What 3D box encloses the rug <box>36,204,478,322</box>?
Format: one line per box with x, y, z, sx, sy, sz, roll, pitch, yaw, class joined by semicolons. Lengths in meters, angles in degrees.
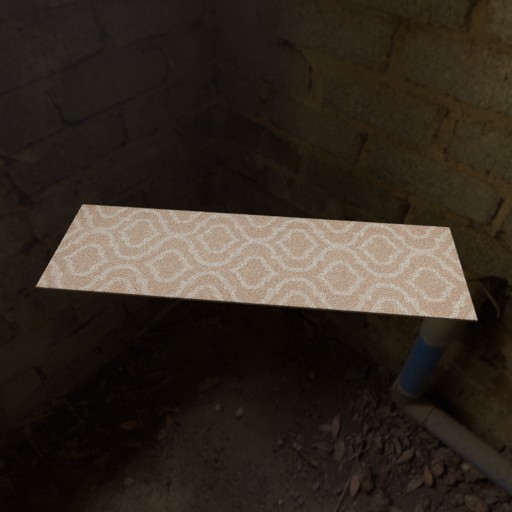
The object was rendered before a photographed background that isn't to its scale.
0.000;0.000;2.520;2.289;0.013;0.691;4;46;4;rug
